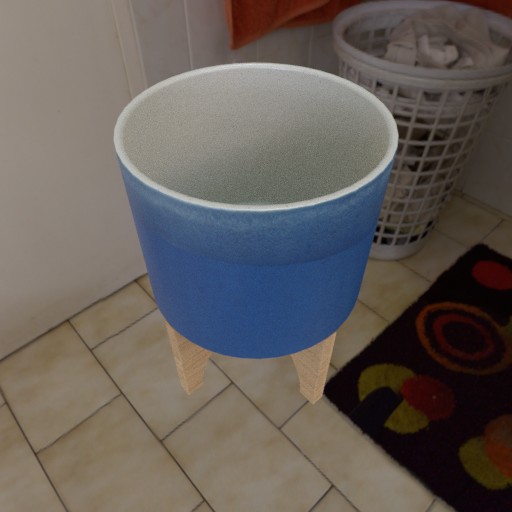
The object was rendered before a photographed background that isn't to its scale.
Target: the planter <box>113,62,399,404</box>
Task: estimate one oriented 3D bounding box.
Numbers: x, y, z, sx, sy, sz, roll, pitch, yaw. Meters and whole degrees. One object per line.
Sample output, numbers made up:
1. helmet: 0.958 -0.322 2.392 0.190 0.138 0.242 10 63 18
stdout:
1. planter: 0.000 0.000 0.547 0.261 0.367 0.261 0 46 0
